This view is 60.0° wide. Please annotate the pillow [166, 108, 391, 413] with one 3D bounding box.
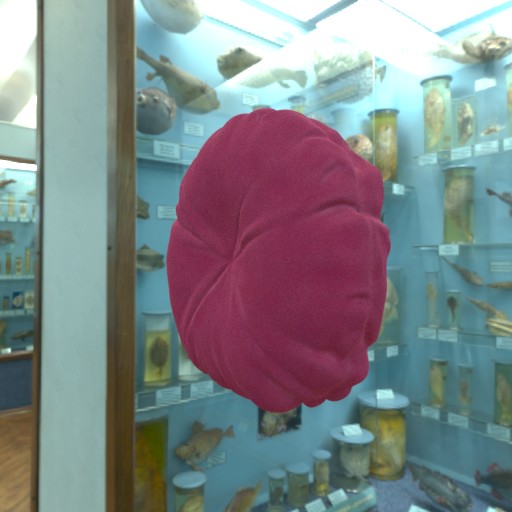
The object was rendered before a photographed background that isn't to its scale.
[{"bbox_3d":[0.000,0.000,0.640,0.148,0.407,0.428,1,-1,-37],"label":"pillow"}]
